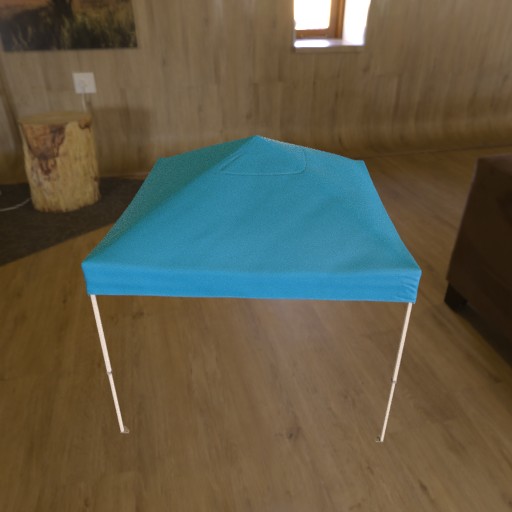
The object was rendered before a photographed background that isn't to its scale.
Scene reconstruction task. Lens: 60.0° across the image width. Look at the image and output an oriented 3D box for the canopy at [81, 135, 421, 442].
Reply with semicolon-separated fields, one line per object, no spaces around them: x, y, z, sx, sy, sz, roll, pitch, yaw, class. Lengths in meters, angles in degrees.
0.000;0.000;5.506;2.996;2.997;2.998;1;30;2;canopy
